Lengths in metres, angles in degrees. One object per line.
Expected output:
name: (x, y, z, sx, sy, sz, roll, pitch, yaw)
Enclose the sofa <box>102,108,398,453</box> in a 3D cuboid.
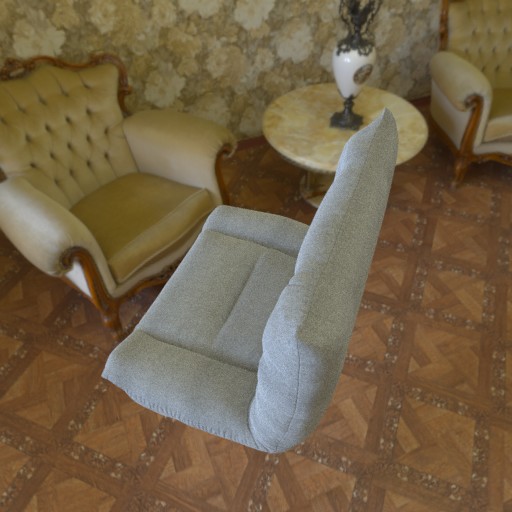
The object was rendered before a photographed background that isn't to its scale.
sofa: (0.000, 0.000, 1.710, 0.847, 0.795, 1.144, 15, 47, 14)
